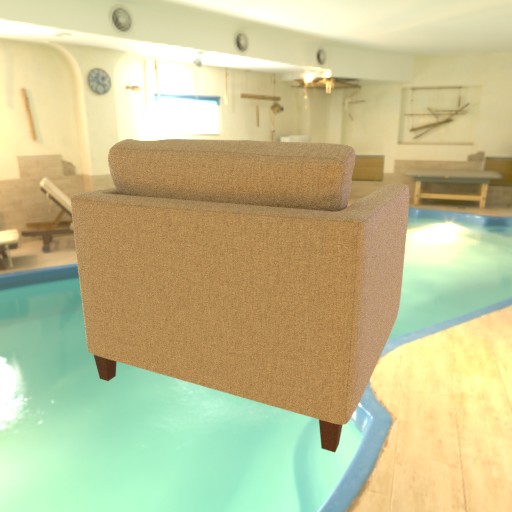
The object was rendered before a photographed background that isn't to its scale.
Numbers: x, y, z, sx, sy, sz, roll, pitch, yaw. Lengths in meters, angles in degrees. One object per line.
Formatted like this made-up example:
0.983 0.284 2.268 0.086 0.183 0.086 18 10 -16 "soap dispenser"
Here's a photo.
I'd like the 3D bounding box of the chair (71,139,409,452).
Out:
0.000 0.000 1.870 1.107 0.961 0.959 8 17 25 "chair"
